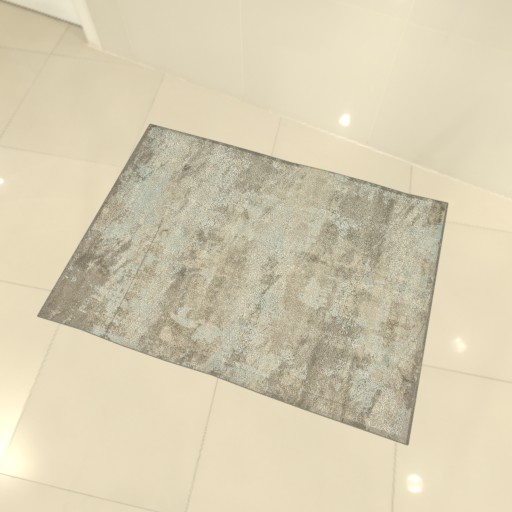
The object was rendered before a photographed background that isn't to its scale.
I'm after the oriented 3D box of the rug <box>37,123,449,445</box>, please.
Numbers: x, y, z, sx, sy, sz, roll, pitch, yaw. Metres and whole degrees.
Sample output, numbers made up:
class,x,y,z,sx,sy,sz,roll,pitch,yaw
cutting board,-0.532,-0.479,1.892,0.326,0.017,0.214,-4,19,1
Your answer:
class,x,y,z,sx,sy,sz,roll,pitch,yaw
rug,0.000,0.000,4.204,3.307,0.013,2.393,17,64,8
